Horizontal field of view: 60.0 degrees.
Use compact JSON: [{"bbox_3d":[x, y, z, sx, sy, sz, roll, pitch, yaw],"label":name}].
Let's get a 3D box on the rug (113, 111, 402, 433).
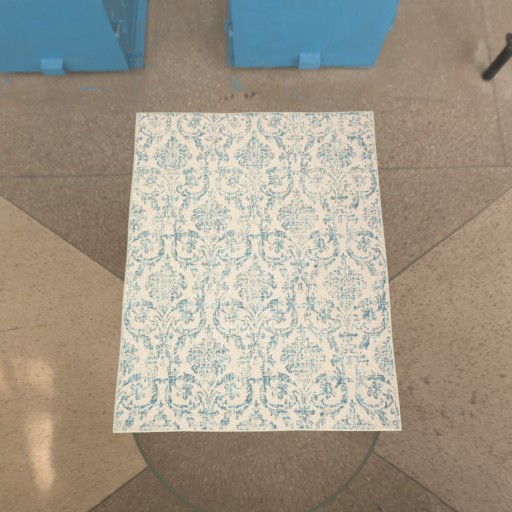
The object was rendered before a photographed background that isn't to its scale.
[{"bbox_3d":[0.000,0.000,4.021,2.363,0.012,2.980,0,75,0],"label":"rug"}]
